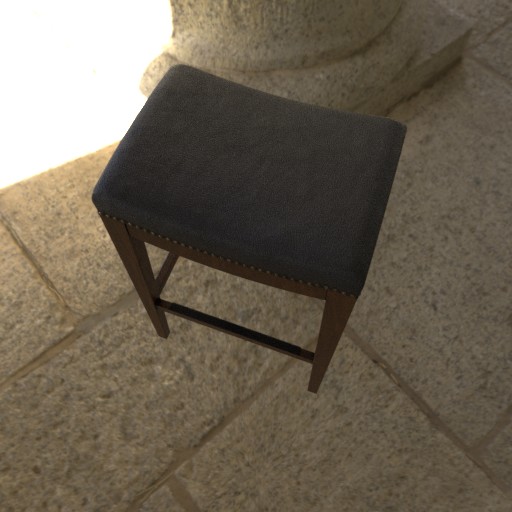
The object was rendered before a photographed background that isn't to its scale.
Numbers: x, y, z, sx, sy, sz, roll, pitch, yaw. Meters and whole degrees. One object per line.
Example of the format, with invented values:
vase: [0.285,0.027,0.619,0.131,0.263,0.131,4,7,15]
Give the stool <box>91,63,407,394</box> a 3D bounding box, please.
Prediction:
stool: [0.000,0.000,1.049,0.500,0.765,0.361,18,65,9]
